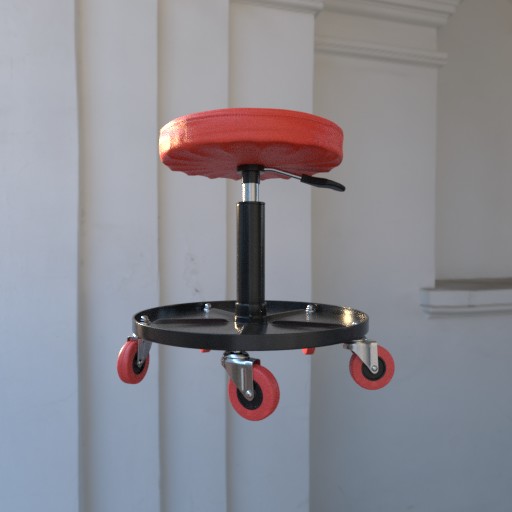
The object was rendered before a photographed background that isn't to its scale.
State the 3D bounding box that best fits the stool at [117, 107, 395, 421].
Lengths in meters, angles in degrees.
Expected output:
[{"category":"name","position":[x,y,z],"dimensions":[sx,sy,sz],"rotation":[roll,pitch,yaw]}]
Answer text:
[{"category":"stool","position":[0.000,0.000,0.668],"dimensions":[0.382,0.365,0.381],"rotation":[0,1,1]}]
